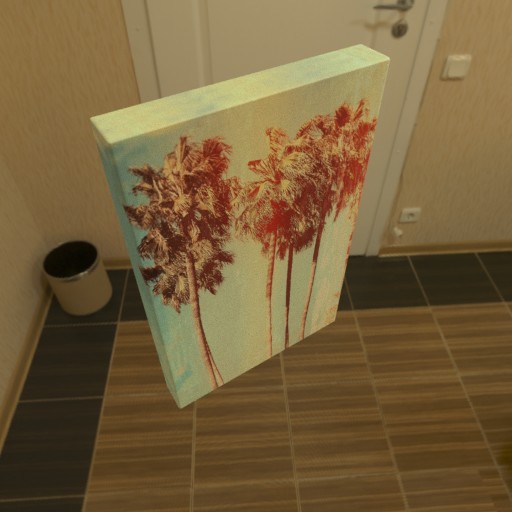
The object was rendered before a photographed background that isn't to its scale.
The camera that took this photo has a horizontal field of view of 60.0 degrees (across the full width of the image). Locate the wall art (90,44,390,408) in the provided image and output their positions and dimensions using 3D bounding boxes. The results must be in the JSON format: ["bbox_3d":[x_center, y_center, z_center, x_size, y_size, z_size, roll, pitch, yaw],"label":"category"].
[{"bbox_3d":[0.000,0.000,0.479,0.251,0.380,0.039,-25,51,-22],"label":"wall art"}]
